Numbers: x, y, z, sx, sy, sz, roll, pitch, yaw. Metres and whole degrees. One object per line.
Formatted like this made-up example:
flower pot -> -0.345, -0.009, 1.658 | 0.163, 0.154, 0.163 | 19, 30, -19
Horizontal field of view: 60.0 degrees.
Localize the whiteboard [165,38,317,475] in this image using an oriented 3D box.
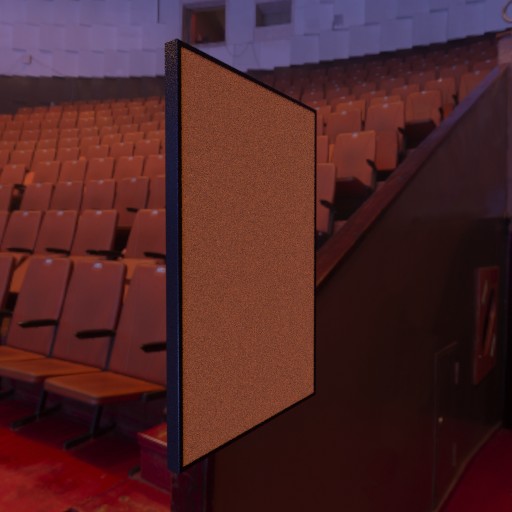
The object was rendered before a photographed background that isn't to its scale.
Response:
whiteboard -> 0.000, 0.000, 0.790 | 0.026, 0.611, 0.406 | 1, 2, 36
